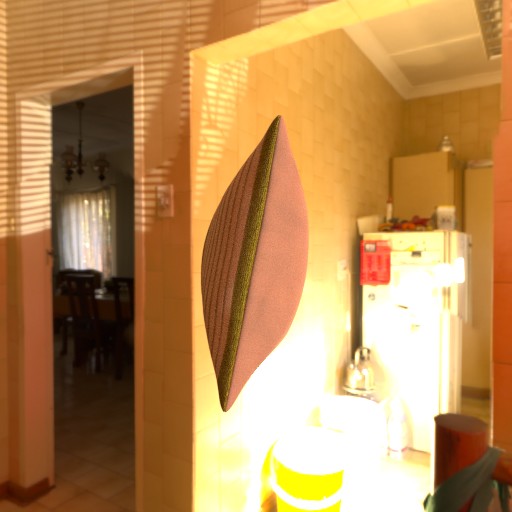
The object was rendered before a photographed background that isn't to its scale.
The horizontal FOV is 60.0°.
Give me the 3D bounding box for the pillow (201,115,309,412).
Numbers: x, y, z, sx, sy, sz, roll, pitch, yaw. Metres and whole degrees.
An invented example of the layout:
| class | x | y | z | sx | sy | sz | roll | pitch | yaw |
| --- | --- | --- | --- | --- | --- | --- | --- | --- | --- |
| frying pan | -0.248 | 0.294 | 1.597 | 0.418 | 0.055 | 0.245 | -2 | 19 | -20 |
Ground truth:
| class | x | y | z | sx | sy | sz | roll | pitch | yaw |
| --- | --- | --- | --- | --- | --- | --- | --- | --- | --- |
| pillow | 0.000 | 0.000 | 0.727 | 0.156 | 0.292 | 0.608 | 0 | 1 | 1 |
